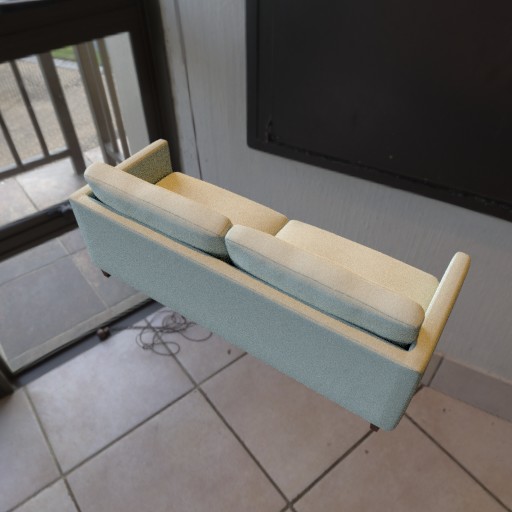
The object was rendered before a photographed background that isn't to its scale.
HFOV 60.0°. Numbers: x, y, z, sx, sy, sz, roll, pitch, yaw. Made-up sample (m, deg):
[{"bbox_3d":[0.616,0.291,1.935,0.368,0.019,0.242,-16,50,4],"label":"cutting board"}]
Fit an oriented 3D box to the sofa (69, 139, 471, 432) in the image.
[{"bbox_3d":[0.000,0.000,2.950,2.434,0.965,0.948,25,50,23],"label":"sofa"}]
